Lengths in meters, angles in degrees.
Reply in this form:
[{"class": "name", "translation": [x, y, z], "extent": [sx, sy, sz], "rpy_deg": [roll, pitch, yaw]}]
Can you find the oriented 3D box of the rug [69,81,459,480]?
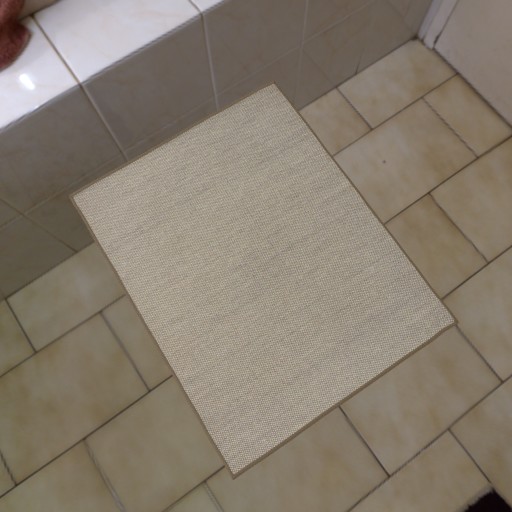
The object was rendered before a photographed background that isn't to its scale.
[{"class": "rug", "translation": [0.000, 0.000, 4.161], "extent": [2.413, 0.020, 3.041], "rpy_deg": [-32, 77, -8]}]
